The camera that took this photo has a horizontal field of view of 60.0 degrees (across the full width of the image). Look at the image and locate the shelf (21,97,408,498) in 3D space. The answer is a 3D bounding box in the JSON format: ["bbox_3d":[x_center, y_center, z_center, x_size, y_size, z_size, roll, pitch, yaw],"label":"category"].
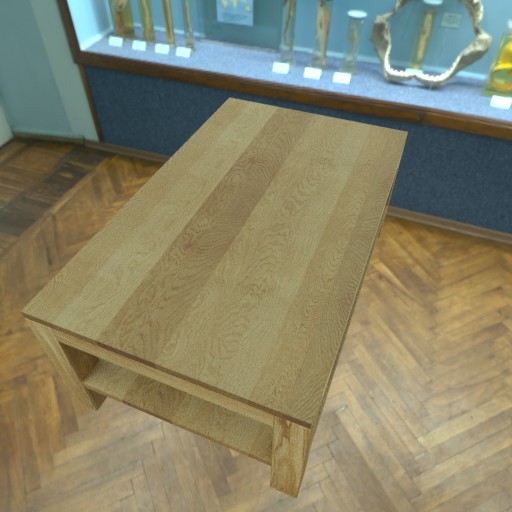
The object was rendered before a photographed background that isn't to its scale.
[{"bbox_3d":[0.000,0.000,1.459,0.700,0.450,1.150,16,48,15],"label":"shelf"}]
